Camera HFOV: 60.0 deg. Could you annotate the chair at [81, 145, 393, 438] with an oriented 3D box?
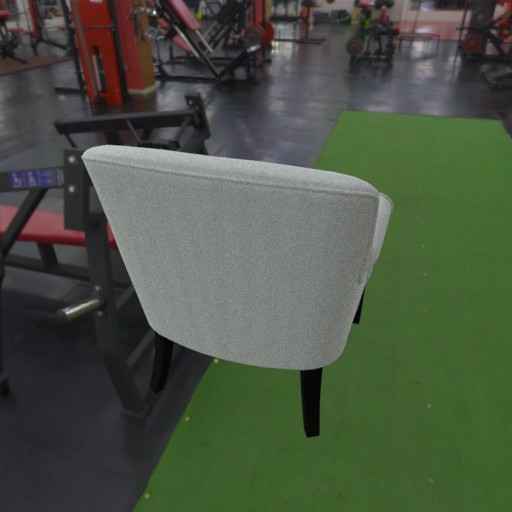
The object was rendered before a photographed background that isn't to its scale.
[{"bbox_3d":[0.000,0.000,1.425,0.781,0.875,0.750,10,34,16],"label":"chair"}]
